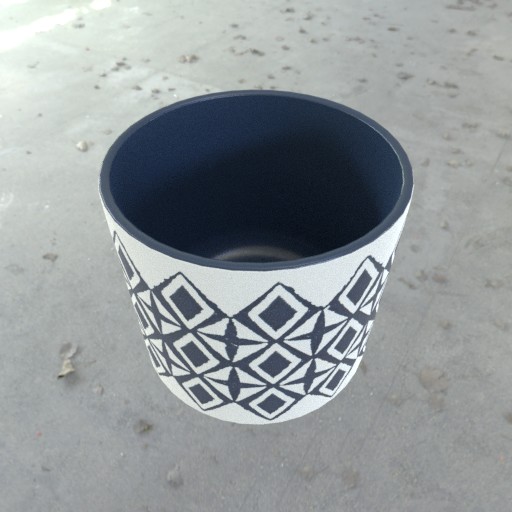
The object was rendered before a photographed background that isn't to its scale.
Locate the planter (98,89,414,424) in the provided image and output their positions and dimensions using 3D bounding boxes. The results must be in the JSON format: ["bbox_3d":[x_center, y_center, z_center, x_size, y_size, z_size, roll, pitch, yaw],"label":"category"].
[{"bbox_3d":[0.000,0.000,0.392,0.224,0.203,0.224,0,45,0],"label":"planter"}]
